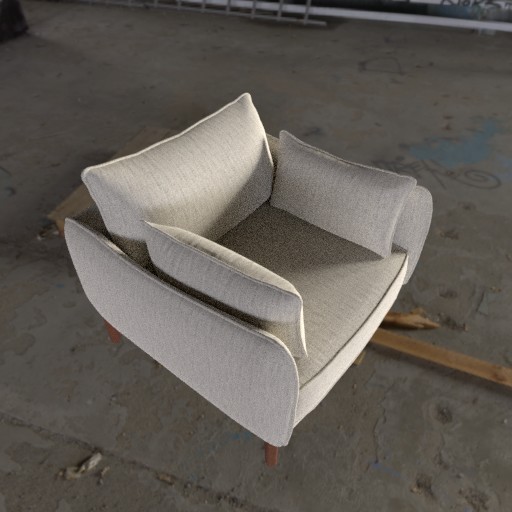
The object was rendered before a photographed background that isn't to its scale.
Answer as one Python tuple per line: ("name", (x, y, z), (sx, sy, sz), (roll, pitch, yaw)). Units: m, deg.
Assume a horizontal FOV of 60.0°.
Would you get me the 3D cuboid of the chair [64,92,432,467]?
("chair", (0.000, 0.000, 1.697), (0.991, 0.855, 0.994), (28, 50, 27))
